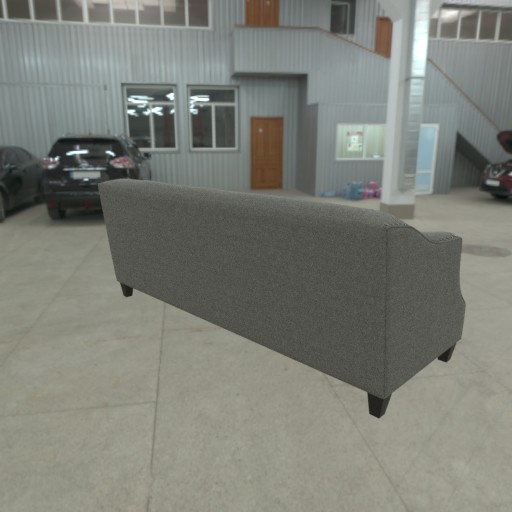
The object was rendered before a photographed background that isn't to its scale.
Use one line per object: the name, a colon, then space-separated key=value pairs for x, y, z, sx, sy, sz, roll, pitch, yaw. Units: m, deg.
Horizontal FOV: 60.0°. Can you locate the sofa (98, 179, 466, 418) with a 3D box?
sofa: x=0.000 y=0.000 z=2.740 sx=0.914 sy=0.901 sz=2.235 roll=-14 pitch=20 yaw=-43
